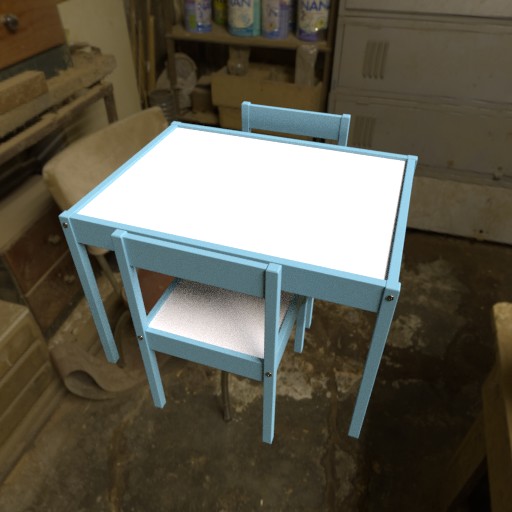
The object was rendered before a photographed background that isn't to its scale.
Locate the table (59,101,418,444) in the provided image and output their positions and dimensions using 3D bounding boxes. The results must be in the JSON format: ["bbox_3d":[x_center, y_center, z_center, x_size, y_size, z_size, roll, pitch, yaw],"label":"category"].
[{"bbox_3d":[0.000,0.000,1.074,0.639,0.503,0.633,12,41,15],"label":"table"}]
